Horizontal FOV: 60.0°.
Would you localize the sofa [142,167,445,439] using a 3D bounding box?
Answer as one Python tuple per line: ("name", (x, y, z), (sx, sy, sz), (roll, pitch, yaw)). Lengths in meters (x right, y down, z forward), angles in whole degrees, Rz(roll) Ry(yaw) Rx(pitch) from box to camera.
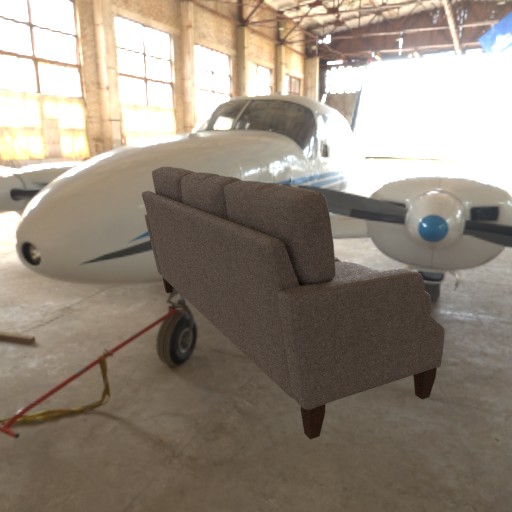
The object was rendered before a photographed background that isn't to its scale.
("sofa", (0.000, 0.000, 2.658), (0.888, 0.984, 2.115), (-7, 16, -26))
